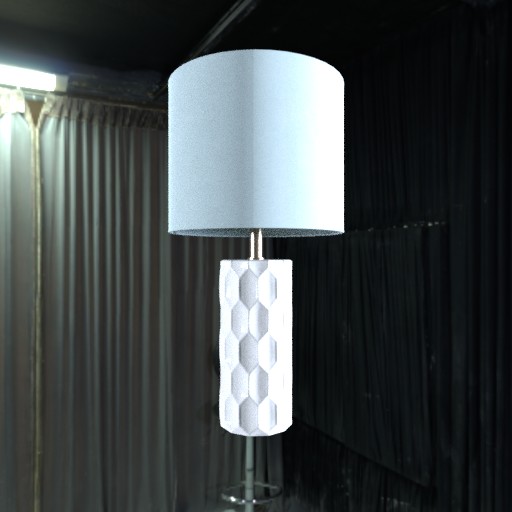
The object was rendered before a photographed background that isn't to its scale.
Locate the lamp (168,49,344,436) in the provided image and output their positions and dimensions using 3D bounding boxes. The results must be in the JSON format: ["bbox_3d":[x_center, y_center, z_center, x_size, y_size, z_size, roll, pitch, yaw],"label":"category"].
[{"bbox_3d":[0.000,0.000,0.711,0.277,0.534,0.277,0,0,-35],"label":"lamp"}]
